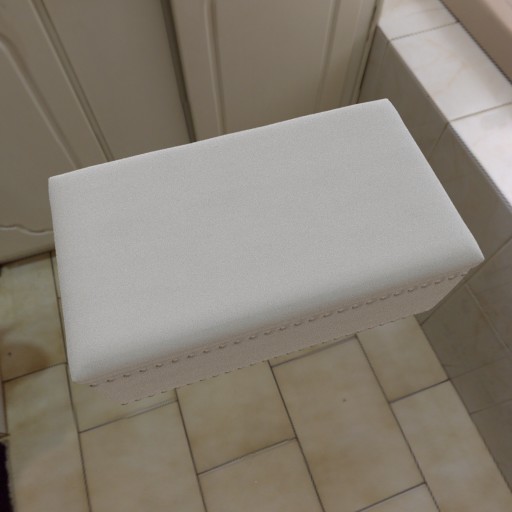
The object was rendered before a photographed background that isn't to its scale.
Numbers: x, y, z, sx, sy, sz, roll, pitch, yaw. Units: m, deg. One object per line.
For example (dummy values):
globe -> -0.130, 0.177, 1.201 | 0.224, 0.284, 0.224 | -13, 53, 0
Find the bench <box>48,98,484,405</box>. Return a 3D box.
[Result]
bench -> 0.000, 0.000, 1.174 | 0.887, 0.449, 0.500 | -15, 64, -8
